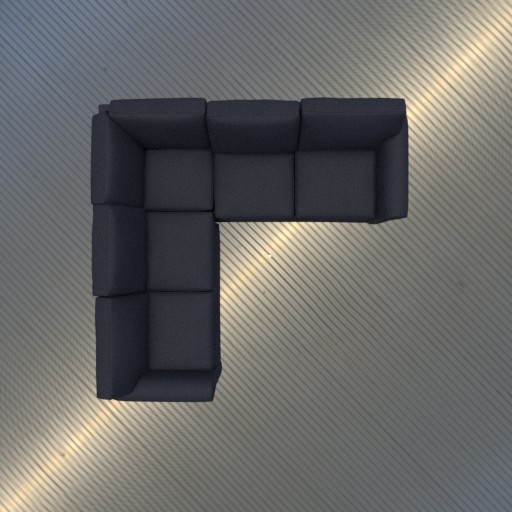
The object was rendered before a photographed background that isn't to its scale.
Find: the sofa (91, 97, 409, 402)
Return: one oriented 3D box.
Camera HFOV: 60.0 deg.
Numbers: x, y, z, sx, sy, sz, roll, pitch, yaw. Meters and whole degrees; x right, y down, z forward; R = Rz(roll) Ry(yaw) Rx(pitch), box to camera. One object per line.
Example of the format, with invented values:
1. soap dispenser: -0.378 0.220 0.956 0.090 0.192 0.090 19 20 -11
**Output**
1. sofa: 0.000 0.000 3.854 2.562 1.042 2.487 0 90 2
